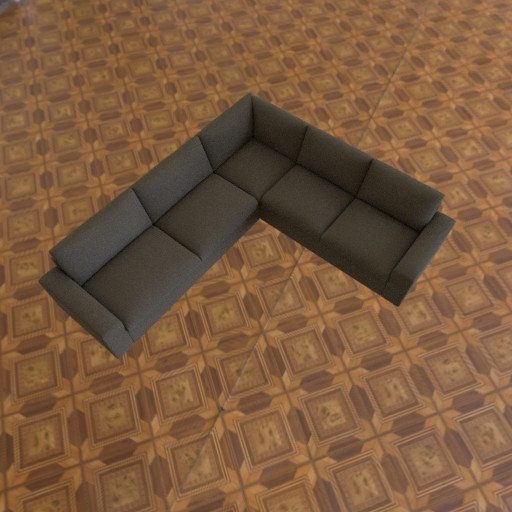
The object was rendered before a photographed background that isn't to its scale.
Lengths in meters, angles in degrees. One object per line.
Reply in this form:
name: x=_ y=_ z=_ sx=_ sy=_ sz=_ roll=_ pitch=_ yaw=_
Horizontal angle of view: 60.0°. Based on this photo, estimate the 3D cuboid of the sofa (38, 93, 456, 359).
sofa: x=0.000 y=0.000 z=4.655 sx=2.895 sy=0.965 sz=3.277 roll=34 pitch=64 yaw=20
